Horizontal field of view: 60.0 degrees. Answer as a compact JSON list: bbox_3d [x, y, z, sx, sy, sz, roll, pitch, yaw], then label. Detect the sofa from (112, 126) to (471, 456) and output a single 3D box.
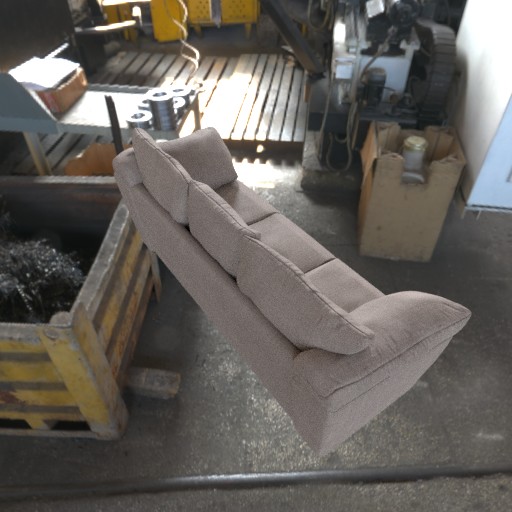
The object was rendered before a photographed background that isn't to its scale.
[{"bbox_3d":[0.000,0.000,2.755,0.878,0.996,2.334,-26,48,-25],"label":"sofa"}]
